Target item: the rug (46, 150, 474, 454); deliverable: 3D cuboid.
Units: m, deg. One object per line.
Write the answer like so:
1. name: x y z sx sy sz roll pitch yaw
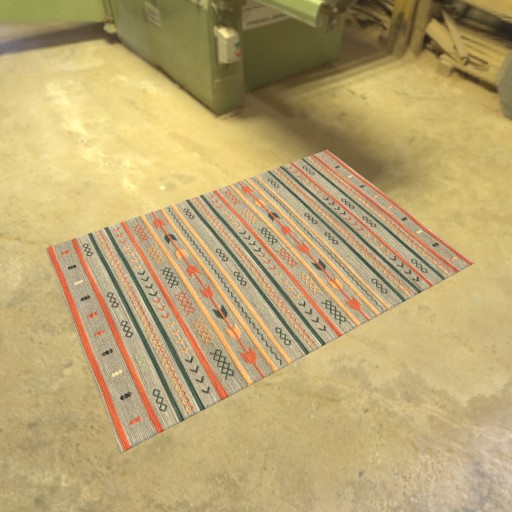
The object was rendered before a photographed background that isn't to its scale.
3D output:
1. rug: 0.000 0.000 2.267 1.835 0.017 1.220 -23 50 -21
